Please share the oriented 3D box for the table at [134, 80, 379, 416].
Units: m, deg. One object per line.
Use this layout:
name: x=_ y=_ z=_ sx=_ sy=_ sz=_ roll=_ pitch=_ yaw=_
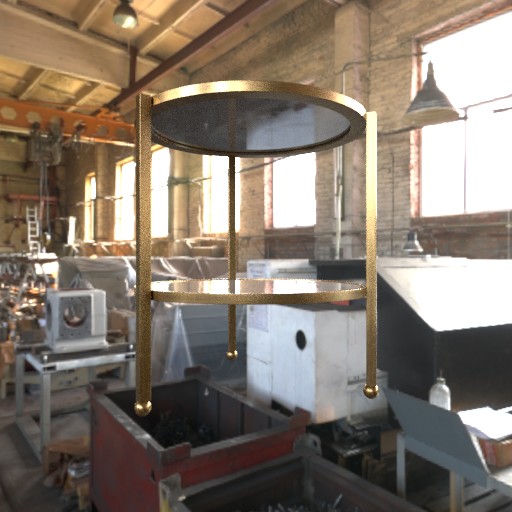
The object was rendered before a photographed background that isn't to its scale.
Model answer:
table: x=0.000 y=0.000 z=0.453 sx=0.243 sy=0.269 sz=0.231 roll=0 pitch=0 yaw=18
